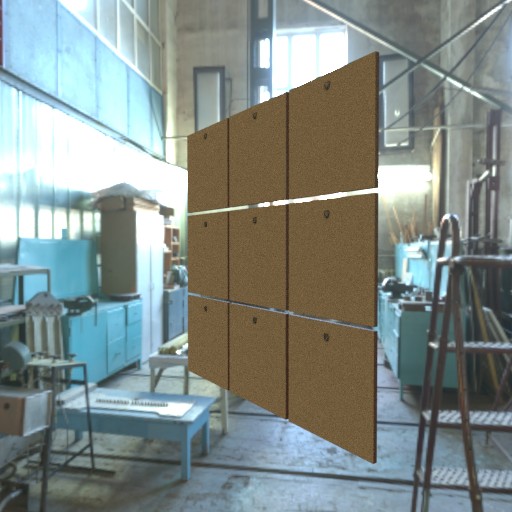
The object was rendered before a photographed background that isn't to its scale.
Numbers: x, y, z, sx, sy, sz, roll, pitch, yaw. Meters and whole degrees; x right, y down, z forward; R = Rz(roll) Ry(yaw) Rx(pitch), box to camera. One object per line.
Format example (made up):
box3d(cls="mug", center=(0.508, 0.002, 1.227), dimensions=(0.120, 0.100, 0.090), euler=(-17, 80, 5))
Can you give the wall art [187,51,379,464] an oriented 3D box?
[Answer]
box3d(cls="wall art", center=(0.000, 0.000, 1.807), dimensions=(0.024, 1.218, 1.221), euler=(-1, 2, -35))
